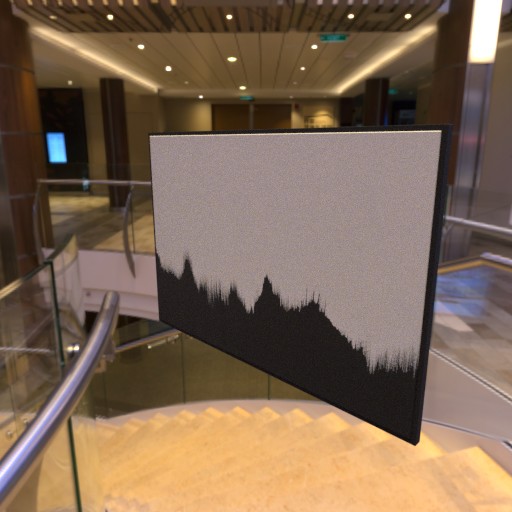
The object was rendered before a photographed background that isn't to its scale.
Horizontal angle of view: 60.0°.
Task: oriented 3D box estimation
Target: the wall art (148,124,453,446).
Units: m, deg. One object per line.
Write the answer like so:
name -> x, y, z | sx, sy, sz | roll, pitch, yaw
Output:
wall art -> 0.000, 0.000, 1.467 | 1.190, 0.805, 0.028 | 14, 20, 43
